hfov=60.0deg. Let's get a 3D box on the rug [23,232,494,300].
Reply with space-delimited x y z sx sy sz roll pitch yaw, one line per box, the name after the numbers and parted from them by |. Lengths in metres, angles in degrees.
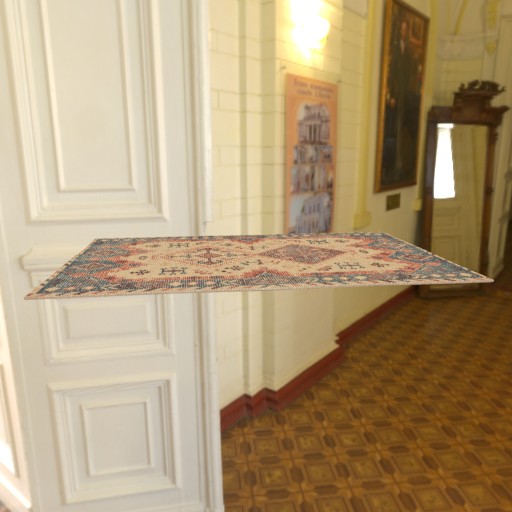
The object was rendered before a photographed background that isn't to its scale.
0.000 0.000 3.022 2.464 0.023 1.521 -2 13 -7 | rug
